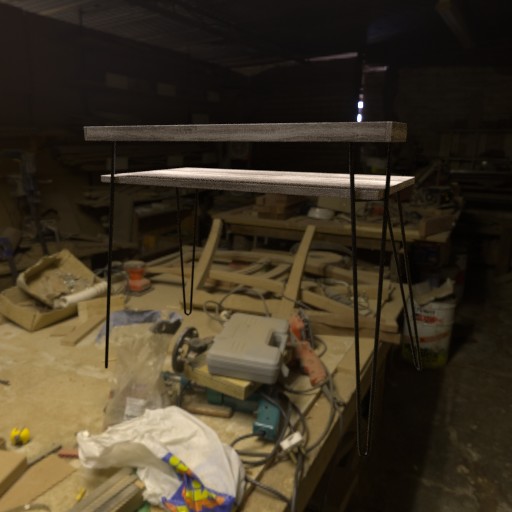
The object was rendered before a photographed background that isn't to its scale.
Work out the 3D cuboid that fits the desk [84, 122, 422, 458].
[{"bbox_3d":[0.000,0.000,1.608,1.135,0.899,0.605,8,17,28],"label":"desk"}]
